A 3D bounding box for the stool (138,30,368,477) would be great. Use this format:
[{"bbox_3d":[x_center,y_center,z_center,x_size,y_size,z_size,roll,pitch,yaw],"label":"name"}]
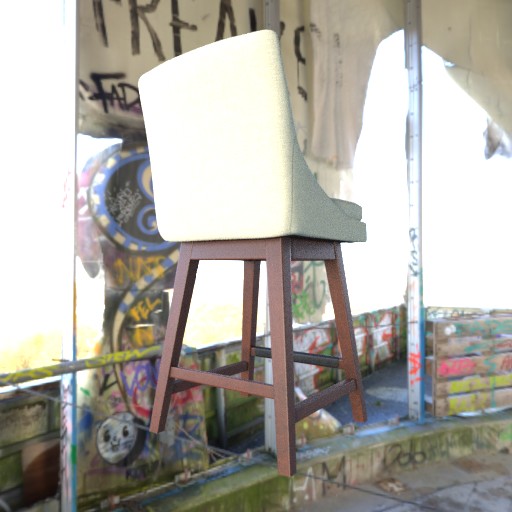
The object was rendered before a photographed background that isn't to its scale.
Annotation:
[{"bbox_3d":[0.000,0.000,1.279,0.469,0.991,0.559,-1,-1,36],"label":"stool"}]
